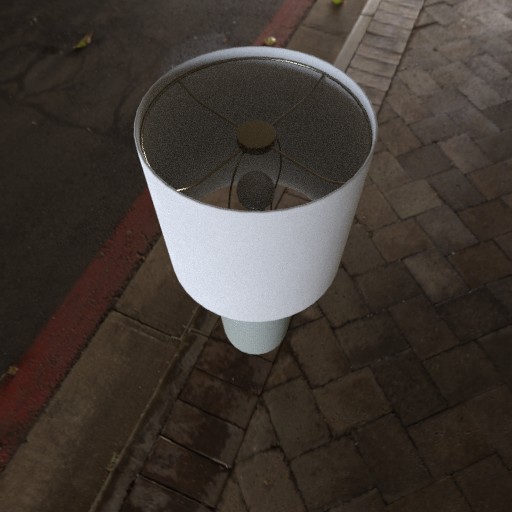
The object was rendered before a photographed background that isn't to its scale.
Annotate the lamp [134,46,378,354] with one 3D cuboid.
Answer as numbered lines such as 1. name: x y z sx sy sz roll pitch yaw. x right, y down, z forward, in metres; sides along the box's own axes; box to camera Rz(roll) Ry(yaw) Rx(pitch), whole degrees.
1. lamp: 0.000 0.000 0.605 0.220 0.475 0.220 -30 63 -18
